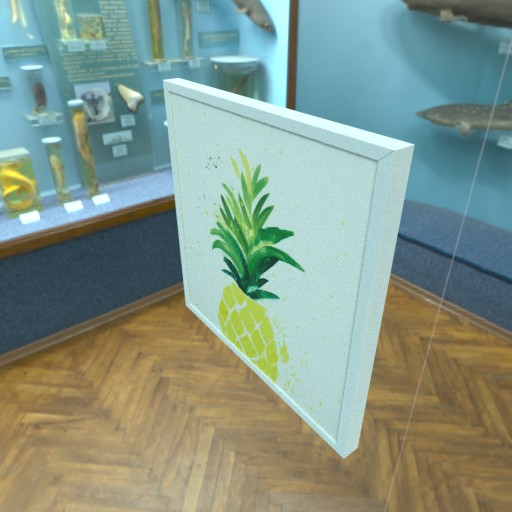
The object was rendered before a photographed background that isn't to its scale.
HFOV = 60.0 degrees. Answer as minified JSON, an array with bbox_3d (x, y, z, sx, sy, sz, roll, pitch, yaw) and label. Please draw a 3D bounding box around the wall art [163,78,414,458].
[{"bbox_3d":[0.000,0.000,0.461,0.020,0.307,0.307,-22,37,-31],"label":"wall art"}]
